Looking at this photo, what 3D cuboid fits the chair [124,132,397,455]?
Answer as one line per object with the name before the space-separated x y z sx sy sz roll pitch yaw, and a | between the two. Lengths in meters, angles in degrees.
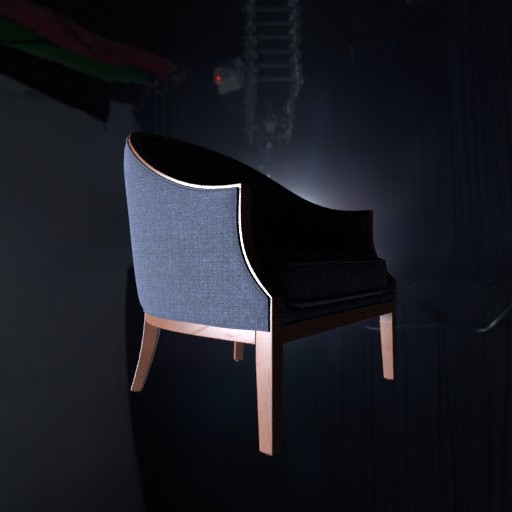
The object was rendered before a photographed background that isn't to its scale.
chair | 0.000 0.000 1.470 0.735 0.876 0.803 0 0 37
